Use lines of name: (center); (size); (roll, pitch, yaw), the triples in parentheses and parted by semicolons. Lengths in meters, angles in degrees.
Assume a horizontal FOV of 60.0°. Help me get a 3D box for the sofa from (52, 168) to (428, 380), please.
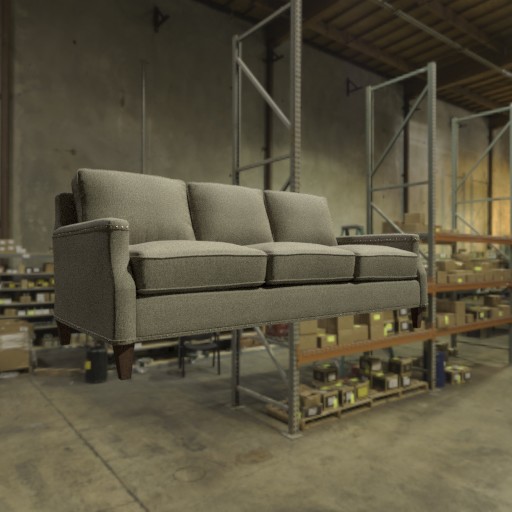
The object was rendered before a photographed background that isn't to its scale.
sofa: (0.000, 0.000, 2.825); (2.246, 1.003, 1.084); (0, 0, -38)
